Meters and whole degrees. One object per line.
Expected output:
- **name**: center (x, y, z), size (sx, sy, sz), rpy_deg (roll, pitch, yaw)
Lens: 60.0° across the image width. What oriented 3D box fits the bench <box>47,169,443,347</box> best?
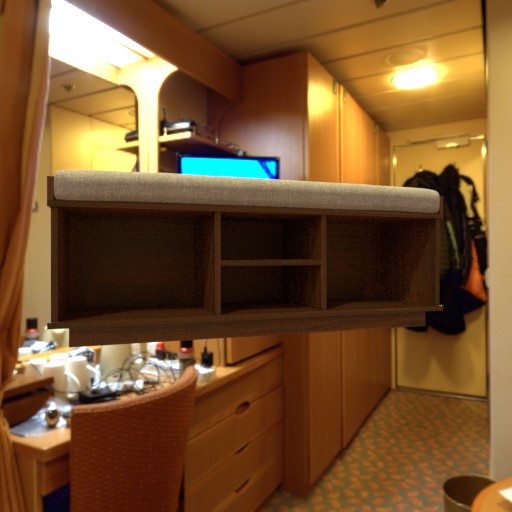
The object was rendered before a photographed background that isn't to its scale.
- **bench**: center (0.000, 0.000, 1.440), size (1.196, 0.468, 0.367), rpy_deg (0, 0, -18)
